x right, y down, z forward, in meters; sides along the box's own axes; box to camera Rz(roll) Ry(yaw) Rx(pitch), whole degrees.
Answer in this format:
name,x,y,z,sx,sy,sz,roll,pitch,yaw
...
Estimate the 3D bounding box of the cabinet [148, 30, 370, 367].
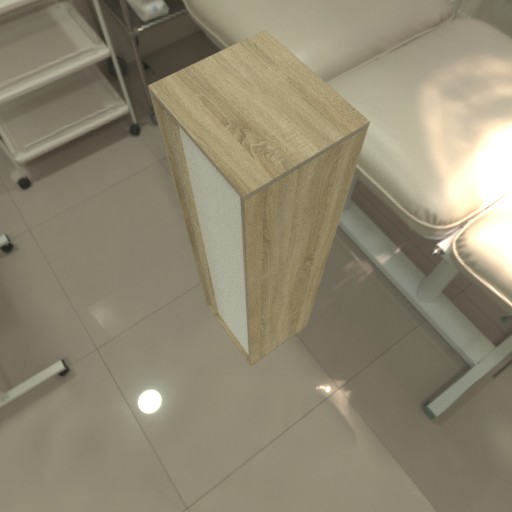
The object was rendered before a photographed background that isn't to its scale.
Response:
name,x,y,z,sx,sy,sz,roll,pitch,yaw
cabinet,0.000,0.000,2.190,0.450,1.960,0.510,-33,67,-16
